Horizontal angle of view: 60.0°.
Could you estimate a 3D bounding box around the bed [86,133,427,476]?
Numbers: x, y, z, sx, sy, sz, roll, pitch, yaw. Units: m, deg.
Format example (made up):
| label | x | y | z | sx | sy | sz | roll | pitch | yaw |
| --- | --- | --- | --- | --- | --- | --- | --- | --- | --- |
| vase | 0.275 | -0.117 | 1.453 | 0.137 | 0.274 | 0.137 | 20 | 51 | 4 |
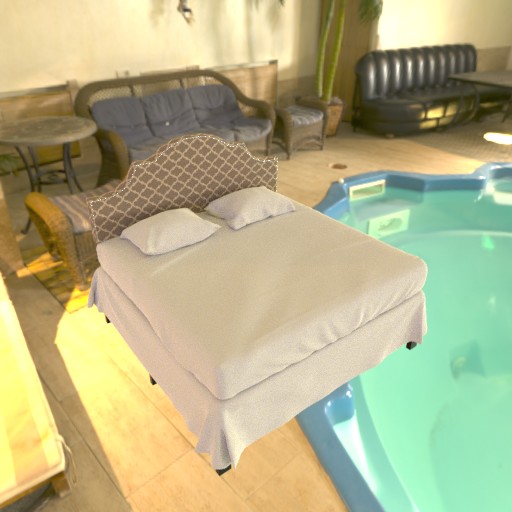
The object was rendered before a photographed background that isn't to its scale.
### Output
| label | x | y | z | sx | sy | sz | roll | pitch | yaw |
| --- | --- | --- | --- | --- | --- | --- | --- | --- | --- |
| bed | 0.000 | 0.000 | 3.647 | 2.314 | 1.601 | 2.222 | -20 | 36 | -31 |
